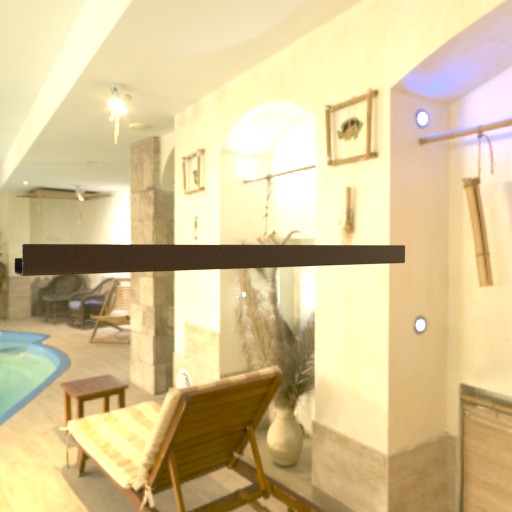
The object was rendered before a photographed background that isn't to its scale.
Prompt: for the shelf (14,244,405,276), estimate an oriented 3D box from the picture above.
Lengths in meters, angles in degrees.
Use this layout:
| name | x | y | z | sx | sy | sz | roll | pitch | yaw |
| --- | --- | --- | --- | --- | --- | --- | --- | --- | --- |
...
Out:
| name | x | y | z | sx | sy | sz | roll | pitch | yaw |
| --- | --- | --- | --- | --- | --- | --- | --- | --- | --- |
| shelf | 0.000 | 0.000 | 0.970 | 0.924 | 0.049 | 0.092 | -1 | 1 | -35 |
